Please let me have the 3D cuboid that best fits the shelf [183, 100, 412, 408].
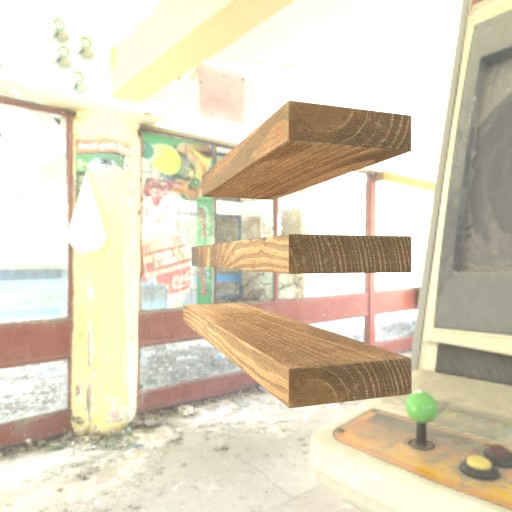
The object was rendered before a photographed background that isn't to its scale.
[{"bbox_3d":[0.000,0.000,0.731,0.140,0.293,0.610,0,0,-19],"label":"shelf"}]
